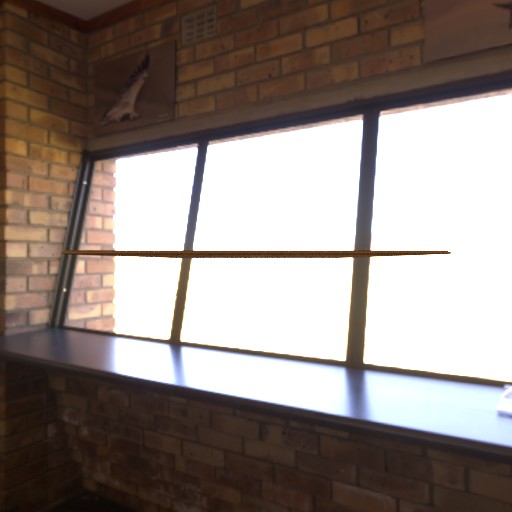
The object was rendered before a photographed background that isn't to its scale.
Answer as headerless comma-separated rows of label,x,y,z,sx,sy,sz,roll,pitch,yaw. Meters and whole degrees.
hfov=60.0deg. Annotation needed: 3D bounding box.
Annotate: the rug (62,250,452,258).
rug,0.000,0.000,2.176,1.148,0.013,1.758,0,-1,0
